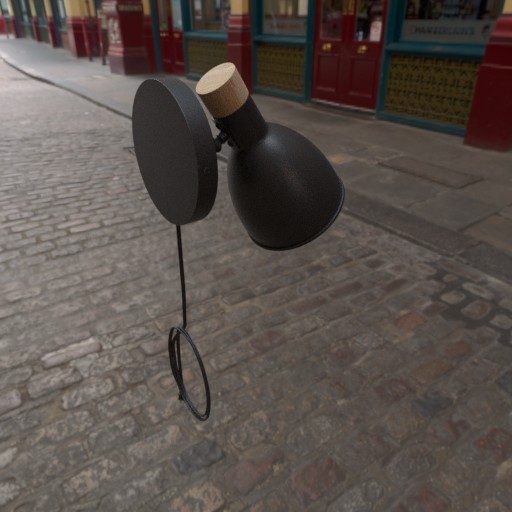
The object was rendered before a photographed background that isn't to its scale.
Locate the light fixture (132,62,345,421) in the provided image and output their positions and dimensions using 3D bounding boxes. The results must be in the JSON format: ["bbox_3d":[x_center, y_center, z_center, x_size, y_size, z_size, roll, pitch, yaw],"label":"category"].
[{"bbox_3d":[0.000,0.000,0.498,0.203,0.401,0.127,-19,33,-31],"label":"light fixture"}]
